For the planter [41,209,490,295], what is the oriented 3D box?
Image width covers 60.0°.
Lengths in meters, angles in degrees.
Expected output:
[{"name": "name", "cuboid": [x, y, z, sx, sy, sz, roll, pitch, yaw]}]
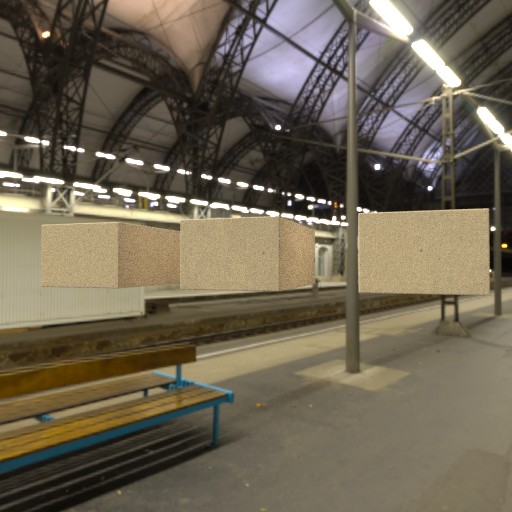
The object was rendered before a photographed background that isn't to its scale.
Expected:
[{"name": "planter", "cuboid": [0.000, 0.000, 0.374, 0.333, 0.051, 0.127, 0, -1, 19]}]
